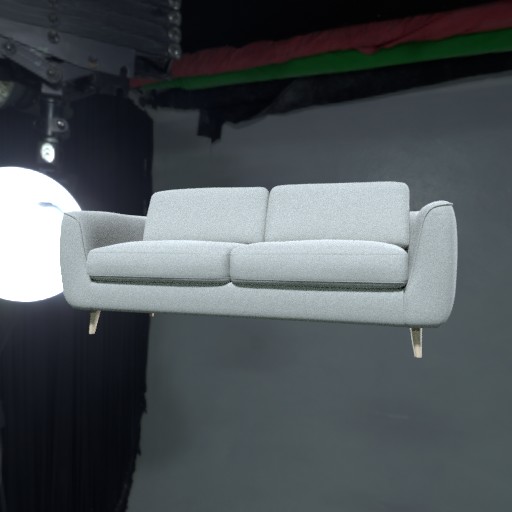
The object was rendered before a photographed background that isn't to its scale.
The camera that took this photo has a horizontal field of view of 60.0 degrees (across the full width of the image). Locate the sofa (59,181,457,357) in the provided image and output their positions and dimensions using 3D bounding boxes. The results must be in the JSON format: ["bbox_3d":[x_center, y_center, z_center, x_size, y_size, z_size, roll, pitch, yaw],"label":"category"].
[{"bbox_3d":[0.000,0.000,2.473,2.000,0.850,0.920,0,2,17],"label":"sofa"}]
